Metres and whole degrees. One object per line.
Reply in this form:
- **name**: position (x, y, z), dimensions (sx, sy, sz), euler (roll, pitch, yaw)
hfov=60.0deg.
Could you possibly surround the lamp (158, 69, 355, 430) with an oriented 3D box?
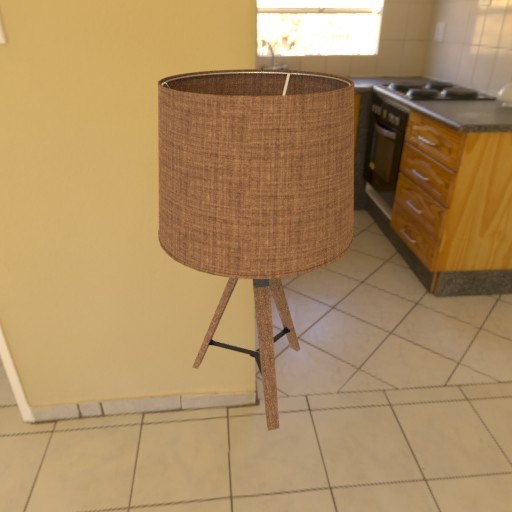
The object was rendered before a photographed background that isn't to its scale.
- **lamp**: position (0.000, 0.000, 0.692), dimensions (0.290, 0.514, 0.290), euler (0, 29, 0)
